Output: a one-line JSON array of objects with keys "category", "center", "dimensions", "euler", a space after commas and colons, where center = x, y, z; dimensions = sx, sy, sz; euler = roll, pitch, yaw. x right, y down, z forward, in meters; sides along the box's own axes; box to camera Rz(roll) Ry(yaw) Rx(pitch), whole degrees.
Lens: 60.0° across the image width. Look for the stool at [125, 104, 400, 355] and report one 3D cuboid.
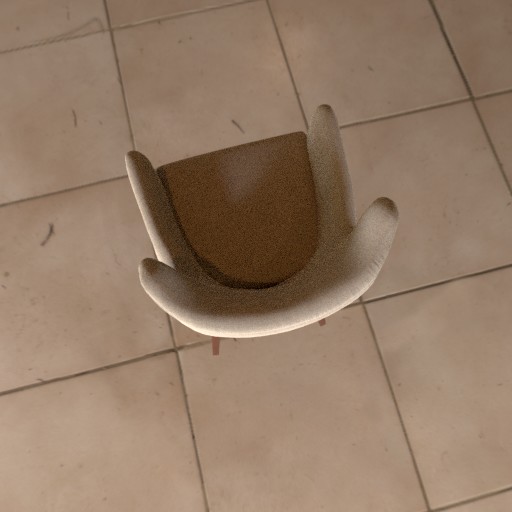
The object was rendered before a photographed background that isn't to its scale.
[{"category": "stool", "center": [0.000, 0.000, 1.388], "dimensions": [0.556, 1.034, 0.563], "euler": [-15, 75, -4]}]
